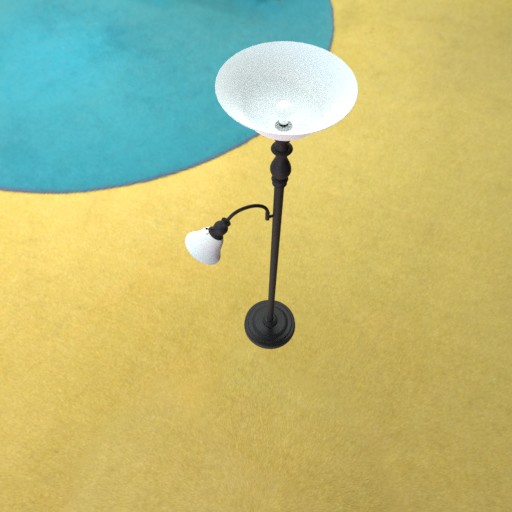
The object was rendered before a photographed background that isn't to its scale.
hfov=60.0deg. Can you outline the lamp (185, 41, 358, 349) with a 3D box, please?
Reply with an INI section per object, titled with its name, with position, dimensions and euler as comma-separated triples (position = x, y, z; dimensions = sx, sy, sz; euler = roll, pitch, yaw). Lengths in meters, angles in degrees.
[lamp]
position = 0.000, 0.000, 2.013
dimensions = 0.588, 1.793, 0.405
euler = -17, 60, -10
